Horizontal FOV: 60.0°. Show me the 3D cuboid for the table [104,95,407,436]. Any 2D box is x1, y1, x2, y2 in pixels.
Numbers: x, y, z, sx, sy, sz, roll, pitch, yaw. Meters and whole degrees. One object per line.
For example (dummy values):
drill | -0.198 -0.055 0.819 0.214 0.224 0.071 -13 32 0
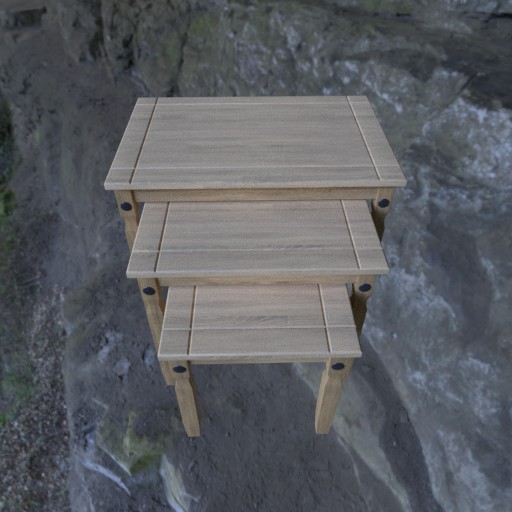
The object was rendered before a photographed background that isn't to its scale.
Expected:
table | 0.000 0.000 1.180 0.660 0.535 0.773 -1 44 -1
